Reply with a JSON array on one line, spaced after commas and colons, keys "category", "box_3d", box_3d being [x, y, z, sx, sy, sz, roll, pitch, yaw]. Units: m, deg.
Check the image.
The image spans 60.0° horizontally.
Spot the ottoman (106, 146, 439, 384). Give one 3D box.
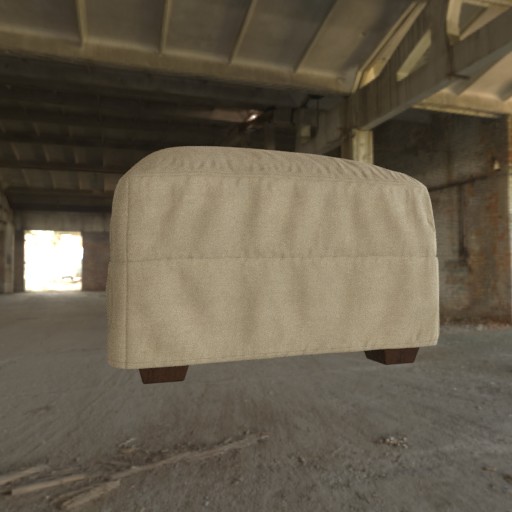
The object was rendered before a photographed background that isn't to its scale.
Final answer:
[{"category": "ottoman", "box_3d": [0.000, 0.000, 1.114, 0.712, 0.480, 0.584, 1, -2, -18]}]
